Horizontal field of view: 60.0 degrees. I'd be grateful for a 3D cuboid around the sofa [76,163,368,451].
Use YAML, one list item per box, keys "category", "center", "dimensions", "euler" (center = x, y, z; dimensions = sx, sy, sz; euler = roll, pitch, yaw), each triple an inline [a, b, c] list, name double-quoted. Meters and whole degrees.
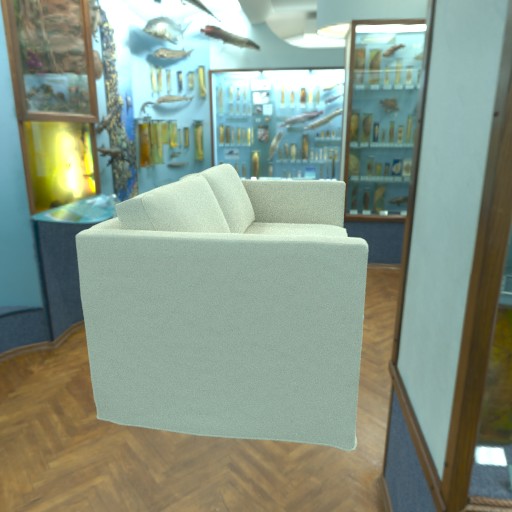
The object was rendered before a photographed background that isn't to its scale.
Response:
- category: "sofa"
  center: [0.000, 0.000, 2.258]
  dimensions: [0.962, 0.834, 1.746]
  euler: [2, 16, 8]
